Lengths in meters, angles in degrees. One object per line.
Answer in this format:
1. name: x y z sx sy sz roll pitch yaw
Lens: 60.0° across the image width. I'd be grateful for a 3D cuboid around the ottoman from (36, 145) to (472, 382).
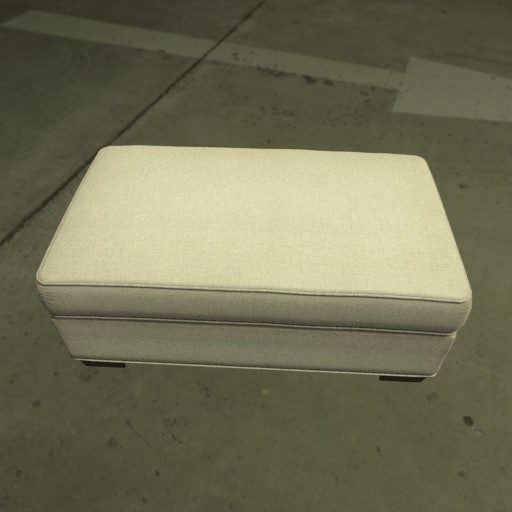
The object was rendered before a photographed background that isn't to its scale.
1. ottoman: 0.000 0.000 1.402 1.097 0.461 0.617 2 47 2
